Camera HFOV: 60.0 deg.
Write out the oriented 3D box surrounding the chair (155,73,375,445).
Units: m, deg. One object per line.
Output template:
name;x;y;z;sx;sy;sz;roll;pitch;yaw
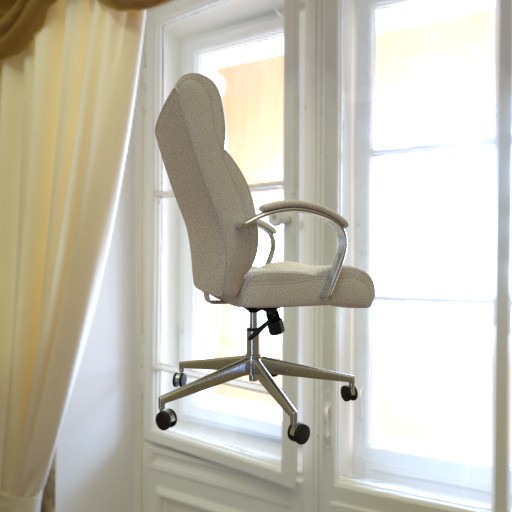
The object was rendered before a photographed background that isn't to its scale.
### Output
chair;0.000;0.000;1.621;0.745;1.099;0.727;0;1;-19
